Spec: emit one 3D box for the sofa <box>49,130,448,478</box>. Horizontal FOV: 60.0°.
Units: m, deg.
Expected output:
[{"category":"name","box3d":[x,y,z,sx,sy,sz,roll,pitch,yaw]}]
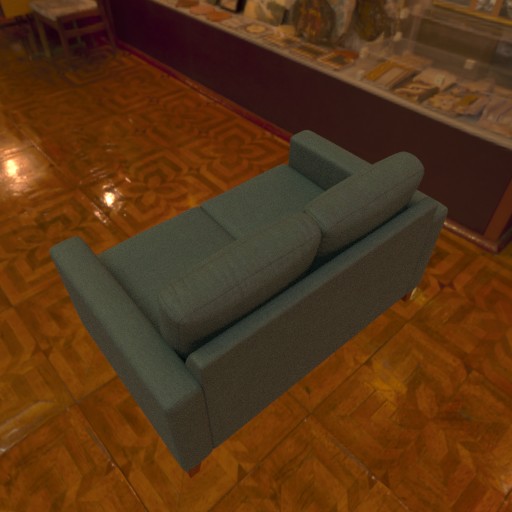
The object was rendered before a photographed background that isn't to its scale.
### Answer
[{"category":"sofa","box3d":[0.000,0.000,2.034,1.489,0.903,0.955,-31,53,-27]}]
